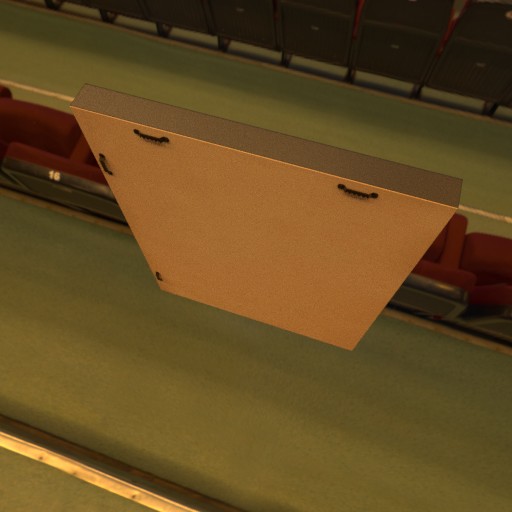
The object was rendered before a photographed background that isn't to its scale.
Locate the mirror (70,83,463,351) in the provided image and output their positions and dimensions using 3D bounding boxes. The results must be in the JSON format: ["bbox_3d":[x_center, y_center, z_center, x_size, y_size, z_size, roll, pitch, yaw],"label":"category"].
[{"bbox_3d":[0.000,0.000,0.672,0.405,0.508,0.041,17,64,8],"label":"mirror"}]
